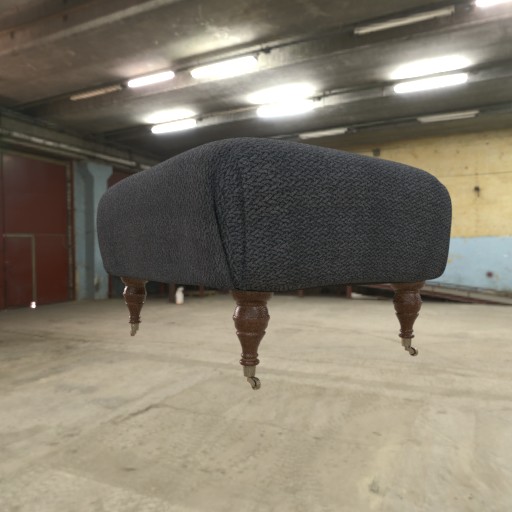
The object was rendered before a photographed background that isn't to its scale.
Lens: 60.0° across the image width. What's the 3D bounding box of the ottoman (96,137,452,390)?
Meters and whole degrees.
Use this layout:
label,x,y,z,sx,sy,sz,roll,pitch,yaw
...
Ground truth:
label,x,y,z,sx,sy,sz,roll,pitch,yaw
ottoman,0.000,0.000,1.111,0.622,0.450,0.747,0,0,-35
